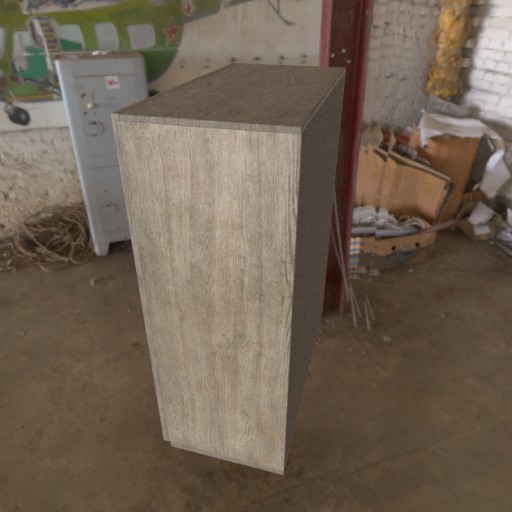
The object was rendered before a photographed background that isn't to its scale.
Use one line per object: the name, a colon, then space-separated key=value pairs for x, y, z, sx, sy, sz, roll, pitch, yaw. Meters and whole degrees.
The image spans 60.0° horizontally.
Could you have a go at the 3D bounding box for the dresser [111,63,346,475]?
dresser: x=0.000 y=0.000 z=1.774 sx=0.483 sy=1.295 sz=0.967 roll=8 pitch=32 yaw=13
